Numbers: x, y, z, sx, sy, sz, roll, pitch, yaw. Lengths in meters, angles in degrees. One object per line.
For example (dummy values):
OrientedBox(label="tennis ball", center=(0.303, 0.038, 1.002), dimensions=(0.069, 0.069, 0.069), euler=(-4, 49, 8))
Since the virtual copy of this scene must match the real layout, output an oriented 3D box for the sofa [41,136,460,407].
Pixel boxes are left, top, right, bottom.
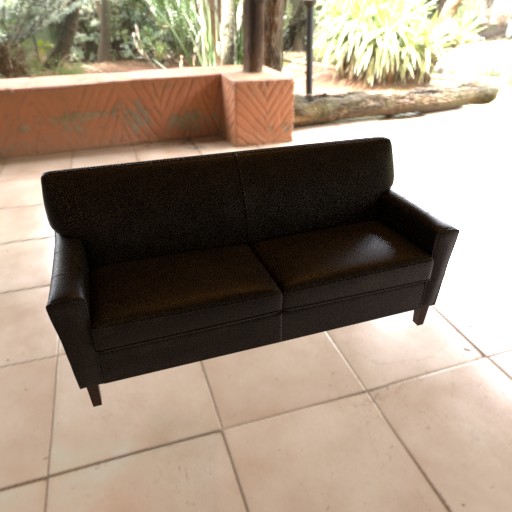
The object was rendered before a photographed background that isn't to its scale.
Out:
OrientedBox(label="sofa", center=(0.000, 0.000, 2.444), dimensions=(2.053, 0.947, 0.805), euler=(-10, 32, -16))
